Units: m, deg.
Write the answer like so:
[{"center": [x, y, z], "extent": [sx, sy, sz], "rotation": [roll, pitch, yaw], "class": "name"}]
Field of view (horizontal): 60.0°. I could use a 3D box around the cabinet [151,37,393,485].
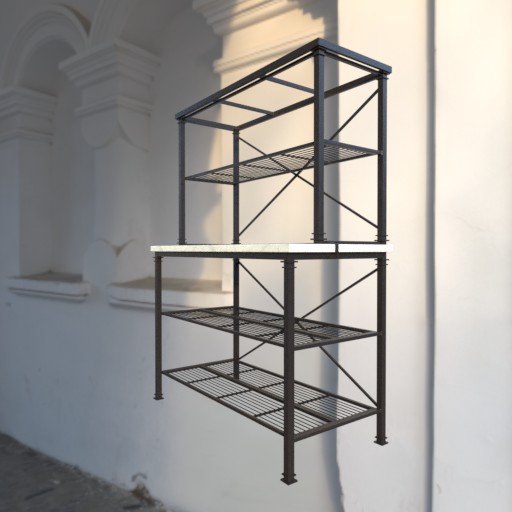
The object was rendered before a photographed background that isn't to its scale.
[{"center": [0.000, 0.000, 2.242], "extent": [0.610, 1.659, 1.210], "rotation": [-1, 1, -37], "class": "cabinet"}]
